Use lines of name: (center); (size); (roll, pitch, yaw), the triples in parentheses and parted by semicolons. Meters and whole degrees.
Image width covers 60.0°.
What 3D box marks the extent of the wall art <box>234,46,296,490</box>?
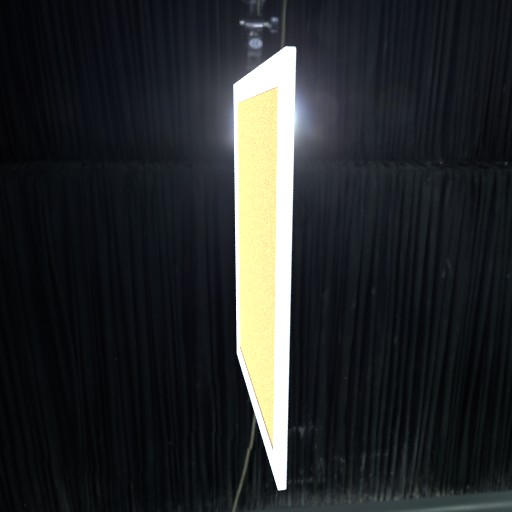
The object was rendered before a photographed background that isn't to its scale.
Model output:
wall art: (0.000, 0.000, 0.681); (0.012, 0.529, 0.374); (-3, 16, -10)
